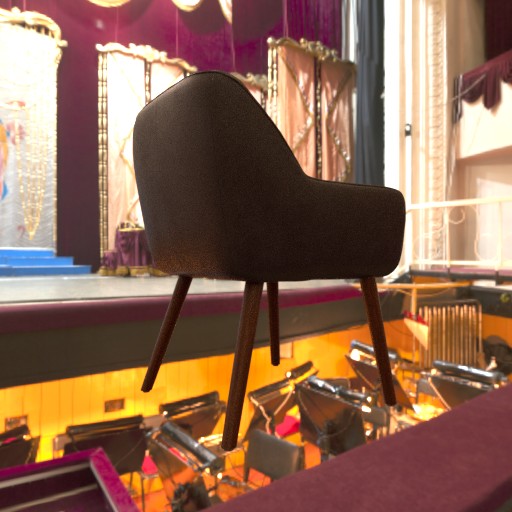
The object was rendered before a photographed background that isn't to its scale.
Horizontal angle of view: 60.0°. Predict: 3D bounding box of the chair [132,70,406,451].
[{"bbox_3d":[0.000,0.000,1.286,0.610,0.828,0.610,0,1,-35],"label":"chair"}]
